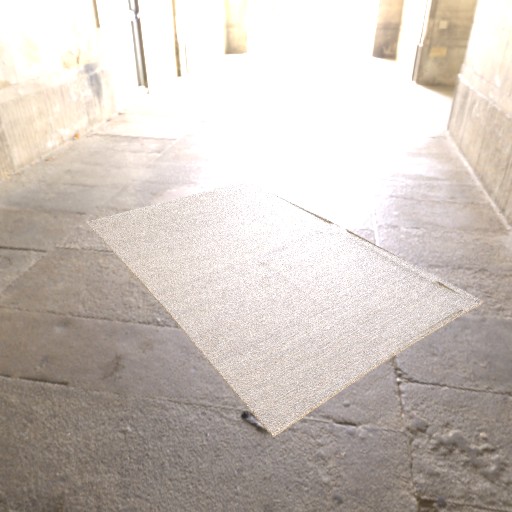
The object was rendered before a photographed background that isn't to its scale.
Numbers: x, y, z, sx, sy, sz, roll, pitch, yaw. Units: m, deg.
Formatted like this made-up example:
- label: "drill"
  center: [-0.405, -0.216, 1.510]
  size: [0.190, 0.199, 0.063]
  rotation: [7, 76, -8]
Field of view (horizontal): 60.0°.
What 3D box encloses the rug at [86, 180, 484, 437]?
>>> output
- label: "rug"
  center: [0.000, 0.000, 2.282]
  size: [1.179, 0.022, 1.820]
  rotation: [-20, 36, -30]
